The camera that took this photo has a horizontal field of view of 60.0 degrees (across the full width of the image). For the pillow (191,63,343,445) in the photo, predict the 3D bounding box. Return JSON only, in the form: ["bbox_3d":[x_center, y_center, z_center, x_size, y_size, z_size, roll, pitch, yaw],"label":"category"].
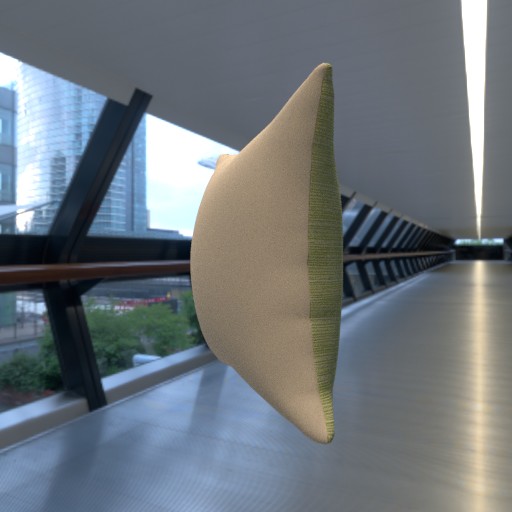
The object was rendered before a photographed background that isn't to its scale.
[{"bbox_3d":[0.000,0.000,0.811,0.229,0.487,0.560,0,-1,-19],"label":"pillow"}]
